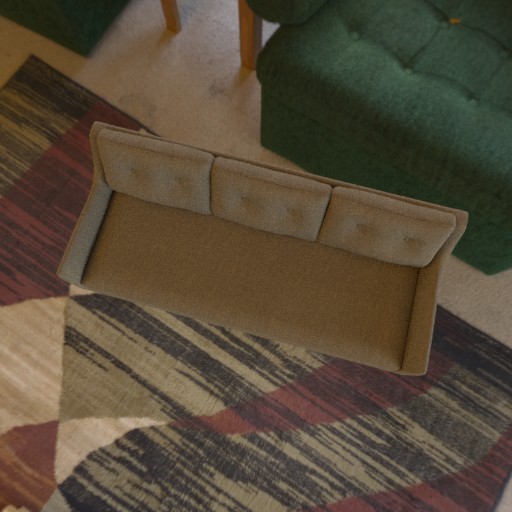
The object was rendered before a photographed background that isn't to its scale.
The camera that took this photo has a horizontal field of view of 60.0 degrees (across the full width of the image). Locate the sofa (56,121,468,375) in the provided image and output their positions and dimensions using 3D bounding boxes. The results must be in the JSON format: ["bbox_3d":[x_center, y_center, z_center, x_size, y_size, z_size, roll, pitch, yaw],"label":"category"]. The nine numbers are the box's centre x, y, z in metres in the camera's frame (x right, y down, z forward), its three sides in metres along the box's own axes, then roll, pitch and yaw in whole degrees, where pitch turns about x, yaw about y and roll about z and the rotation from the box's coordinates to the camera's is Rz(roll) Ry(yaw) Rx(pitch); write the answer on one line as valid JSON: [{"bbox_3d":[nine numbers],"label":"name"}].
[{"bbox_3d":[0.000,0.000,2.549,2.060,0.837,0.849,14,76,4],"label":"sofa"}]
